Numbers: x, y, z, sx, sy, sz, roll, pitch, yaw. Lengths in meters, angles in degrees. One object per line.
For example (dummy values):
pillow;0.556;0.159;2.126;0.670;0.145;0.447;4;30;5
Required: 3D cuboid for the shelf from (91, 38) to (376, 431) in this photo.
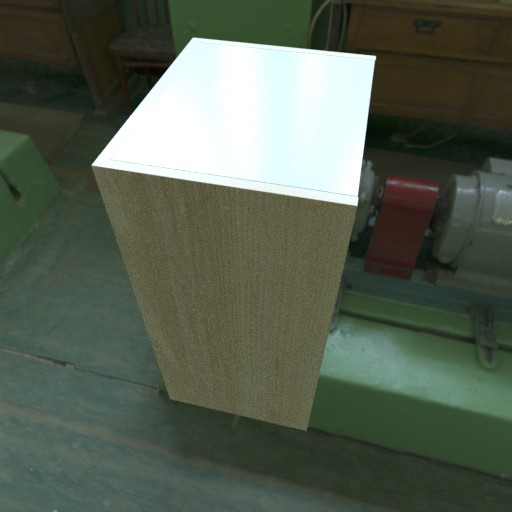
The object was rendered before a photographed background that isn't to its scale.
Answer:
shelf;0.000;0.000;0.800;0.290;0.600;0.350;10;49;9
